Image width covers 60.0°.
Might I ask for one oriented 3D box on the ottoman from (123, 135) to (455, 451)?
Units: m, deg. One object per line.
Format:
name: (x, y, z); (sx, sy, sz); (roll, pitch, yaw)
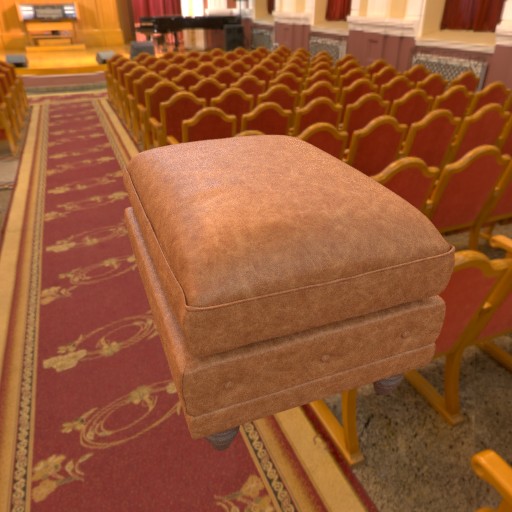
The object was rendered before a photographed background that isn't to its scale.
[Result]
ottoman: (0.000, 0.000, 1.065); (0.533, 0.480, 0.710); (-11, 32, -19)
